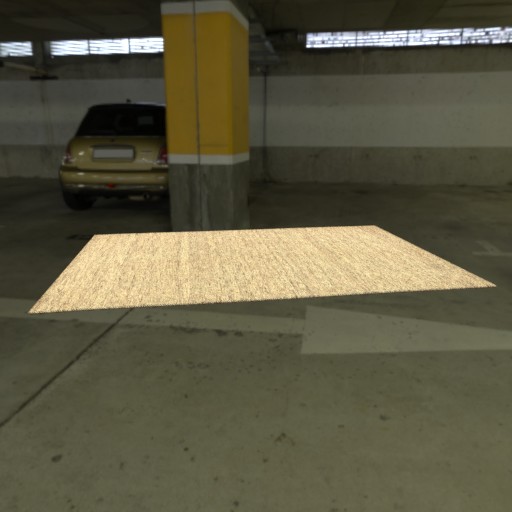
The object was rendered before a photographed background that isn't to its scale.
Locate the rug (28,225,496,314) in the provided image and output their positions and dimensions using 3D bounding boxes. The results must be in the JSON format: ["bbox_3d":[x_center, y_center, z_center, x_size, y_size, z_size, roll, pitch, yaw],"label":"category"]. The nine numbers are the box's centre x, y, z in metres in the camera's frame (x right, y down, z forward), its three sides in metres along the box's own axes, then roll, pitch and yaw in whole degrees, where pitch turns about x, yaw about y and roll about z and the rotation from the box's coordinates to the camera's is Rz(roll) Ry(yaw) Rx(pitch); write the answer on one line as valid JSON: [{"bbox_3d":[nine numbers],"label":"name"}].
[{"bbox_3d":[0.000,0.000,2.860,2.283,0.013,1.547,-2,16,-9],"label":"rug"}]
